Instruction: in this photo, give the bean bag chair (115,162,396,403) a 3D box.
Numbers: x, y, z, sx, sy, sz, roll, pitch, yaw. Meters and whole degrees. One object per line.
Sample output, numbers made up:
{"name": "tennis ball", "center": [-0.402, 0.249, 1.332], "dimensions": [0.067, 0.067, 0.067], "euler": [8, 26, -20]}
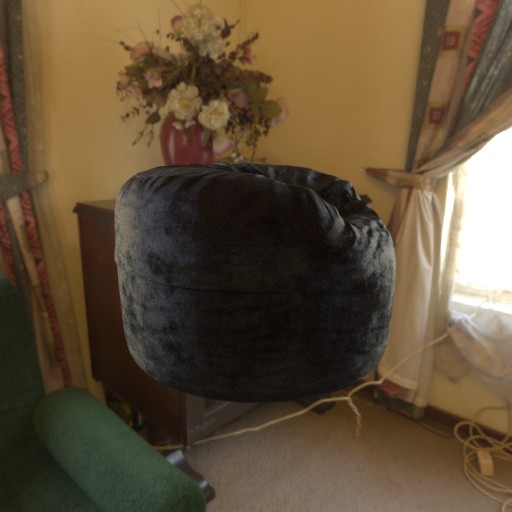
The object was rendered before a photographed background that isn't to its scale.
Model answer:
{"name": "bean bag chair", "center": [0.000, 0.000, 1.510], "dimensions": [0.918, 0.616, 0.918], "euler": [0, 14, 0]}
